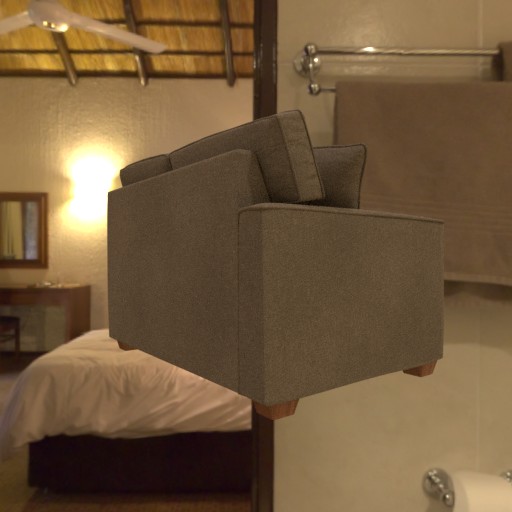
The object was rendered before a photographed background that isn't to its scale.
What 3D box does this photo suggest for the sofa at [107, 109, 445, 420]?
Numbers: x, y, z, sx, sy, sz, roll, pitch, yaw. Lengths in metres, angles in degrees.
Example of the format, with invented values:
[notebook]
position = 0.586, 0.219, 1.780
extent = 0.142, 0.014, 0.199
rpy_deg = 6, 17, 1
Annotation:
[sofa]
position = 0.000, 0.000, 2.113
extent = 0.991, 0.989, 1.388
rpy_deg = 0, 0, -37
